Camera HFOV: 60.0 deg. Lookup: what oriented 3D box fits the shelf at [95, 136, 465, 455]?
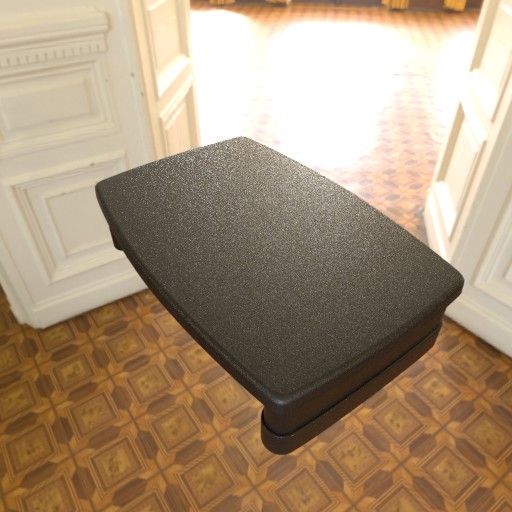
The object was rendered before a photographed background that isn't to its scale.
[{"bbox_3d":[0.000,0.000,0.539,0.280,0.100,0.410,-25,47,-26],"label":"shelf"}]
